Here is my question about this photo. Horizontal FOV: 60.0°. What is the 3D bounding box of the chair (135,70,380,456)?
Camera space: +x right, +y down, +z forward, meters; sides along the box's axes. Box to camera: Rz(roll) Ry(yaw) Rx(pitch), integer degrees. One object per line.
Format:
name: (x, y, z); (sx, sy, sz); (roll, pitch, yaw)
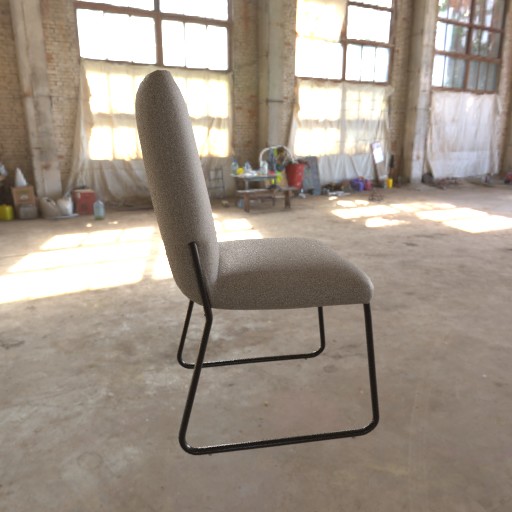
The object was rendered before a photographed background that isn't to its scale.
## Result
chair: (0.000, 0.000, 1.177); (0.560, 0.864, 0.448); (-3, 15, -10)
